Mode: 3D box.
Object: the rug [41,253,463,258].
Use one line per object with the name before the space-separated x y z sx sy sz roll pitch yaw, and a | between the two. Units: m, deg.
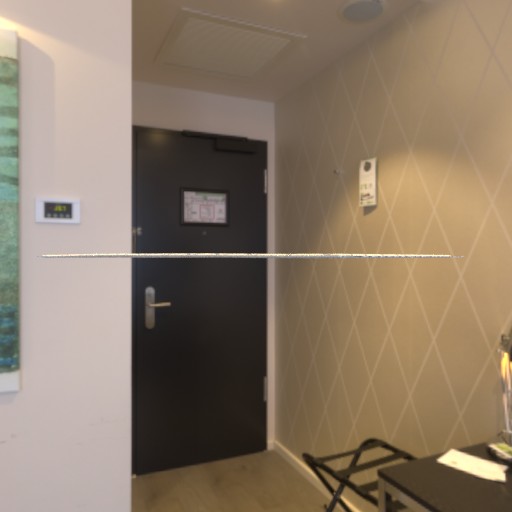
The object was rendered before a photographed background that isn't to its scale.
rug | 0.000 0.000 4.746 3.585 0.036 2.892 0 0 36
